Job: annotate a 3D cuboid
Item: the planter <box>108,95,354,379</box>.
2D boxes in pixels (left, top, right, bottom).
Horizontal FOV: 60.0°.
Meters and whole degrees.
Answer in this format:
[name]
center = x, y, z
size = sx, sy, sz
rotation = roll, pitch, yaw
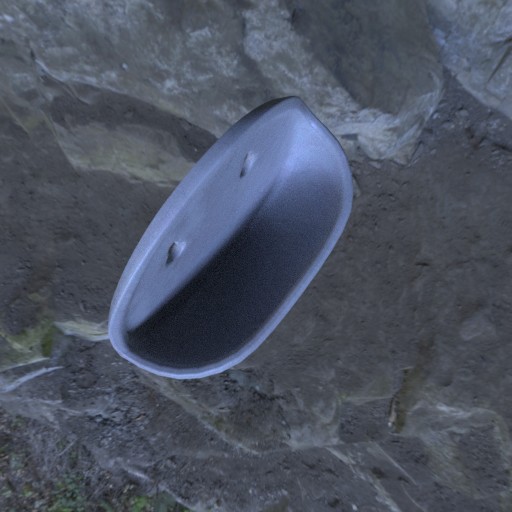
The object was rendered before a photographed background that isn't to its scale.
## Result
[planter]
center = 0.000, 0.000, 0.275
size = 0.073, 0.164, 0.190
rotation = 36, 79, 8
